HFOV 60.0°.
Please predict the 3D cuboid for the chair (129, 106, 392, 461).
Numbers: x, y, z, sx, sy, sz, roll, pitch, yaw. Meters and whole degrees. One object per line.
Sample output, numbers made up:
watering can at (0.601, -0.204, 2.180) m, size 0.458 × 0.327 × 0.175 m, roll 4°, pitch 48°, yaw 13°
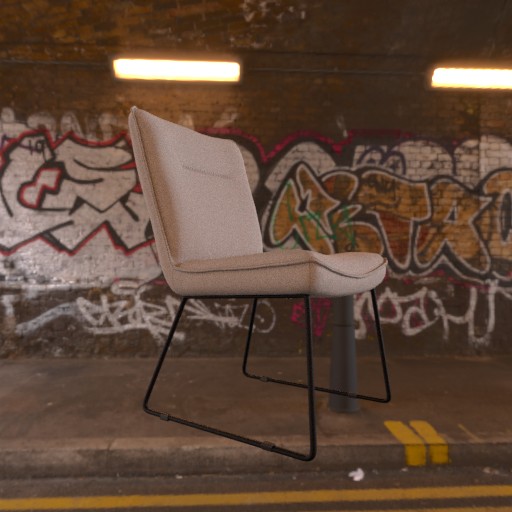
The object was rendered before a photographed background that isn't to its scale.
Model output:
chair at (0.000, 0.000, 1.382) m, size 0.688 × 0.930 × 0.515 m, roll 0°, pitch -1°, yaw 36°
